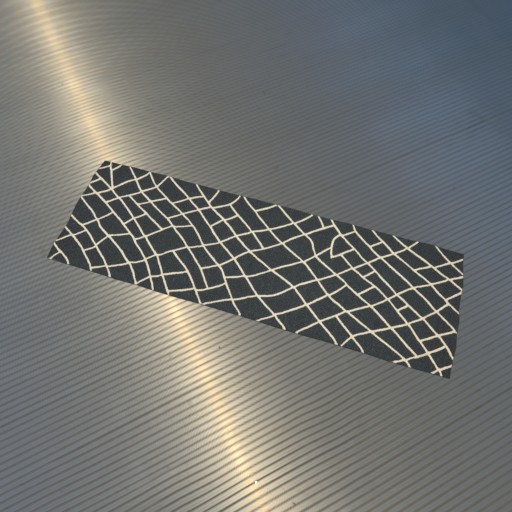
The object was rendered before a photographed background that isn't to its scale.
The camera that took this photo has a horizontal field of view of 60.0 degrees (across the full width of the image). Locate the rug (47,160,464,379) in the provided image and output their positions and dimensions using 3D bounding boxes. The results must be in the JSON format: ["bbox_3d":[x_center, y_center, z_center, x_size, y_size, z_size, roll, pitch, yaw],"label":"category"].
[{"bbox_3d":[0.000,0.000,2.731,2.476,0.010,0.807,16,64,8],"label":"rug"}]
